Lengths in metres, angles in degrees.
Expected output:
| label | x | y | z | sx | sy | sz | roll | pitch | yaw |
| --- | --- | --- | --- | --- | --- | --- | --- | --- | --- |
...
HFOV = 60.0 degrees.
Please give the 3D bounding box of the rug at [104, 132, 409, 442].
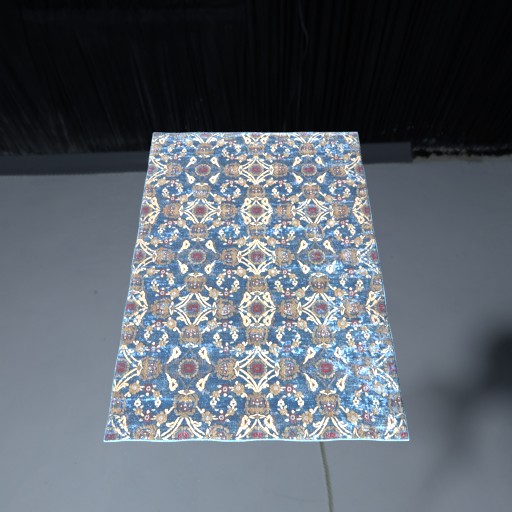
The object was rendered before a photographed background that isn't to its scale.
| label | x | y | z | sx | sy | sz | roll | pitch | yaw |
| --- | --- | --- | --- | --- | --- | --- | --- | --- | --- |
| rug | 0.000 | 0.000 | 2.833 | 1.567 | 0.014 | 2.207 | 0 | 59 | 0 |
